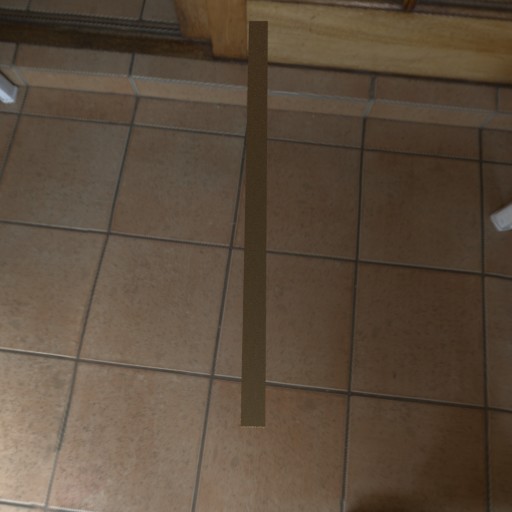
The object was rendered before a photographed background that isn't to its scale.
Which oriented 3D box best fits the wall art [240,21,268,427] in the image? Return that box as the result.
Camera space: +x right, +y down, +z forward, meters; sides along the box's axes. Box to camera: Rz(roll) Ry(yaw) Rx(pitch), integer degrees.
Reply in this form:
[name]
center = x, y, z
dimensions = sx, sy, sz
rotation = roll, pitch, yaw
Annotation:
[wall art]
center = 0.000, 0.000, 1.150
dimensions = 0.038, 0.762, 0.762
rotation = 1, 74, 0
